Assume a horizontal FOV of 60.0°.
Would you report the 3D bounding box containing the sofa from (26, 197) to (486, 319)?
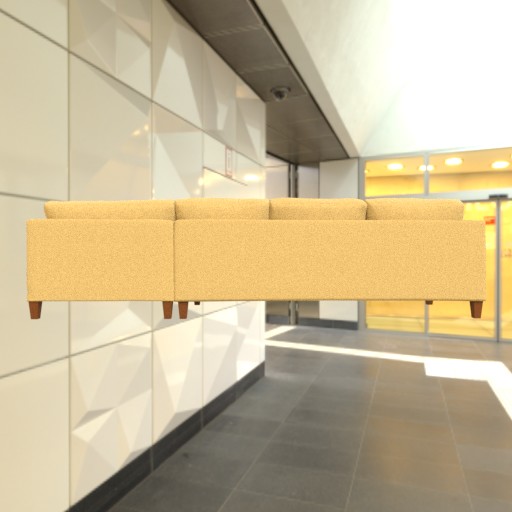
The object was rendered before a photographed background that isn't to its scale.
[{"bbox_3d":[0.000,0.000,3.852,3.186,0.861,1.625,0,0,-1],"label":"sofa"}]
